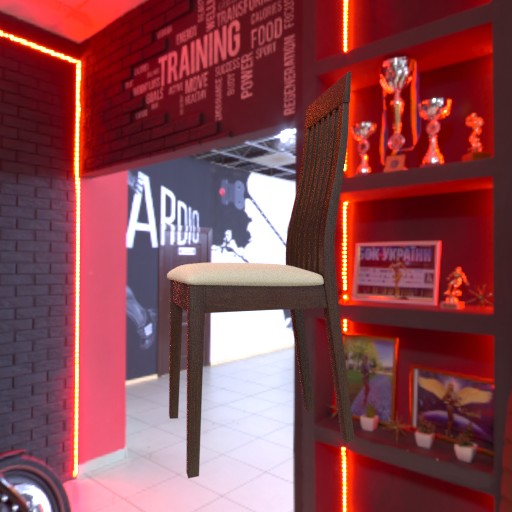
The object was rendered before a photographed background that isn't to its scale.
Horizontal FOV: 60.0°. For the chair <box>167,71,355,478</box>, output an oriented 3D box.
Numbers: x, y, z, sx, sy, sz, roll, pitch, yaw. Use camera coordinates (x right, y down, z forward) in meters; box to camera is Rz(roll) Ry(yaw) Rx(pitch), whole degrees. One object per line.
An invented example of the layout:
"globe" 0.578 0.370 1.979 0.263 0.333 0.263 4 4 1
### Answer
"chair" 0.000 0.000 1.298 0.474 1.027 0.460 0 -1 -17
